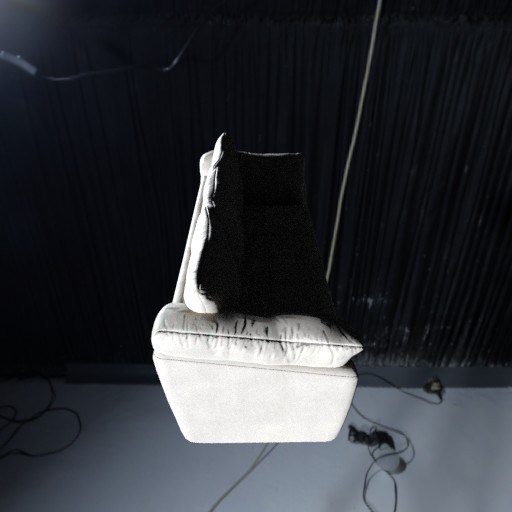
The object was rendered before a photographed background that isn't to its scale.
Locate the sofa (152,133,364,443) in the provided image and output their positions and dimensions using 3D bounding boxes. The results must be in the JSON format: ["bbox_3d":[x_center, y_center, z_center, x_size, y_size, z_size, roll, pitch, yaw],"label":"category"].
[{"bbox_3d":[0.000,0.000,2.859,0.878,0.996,2.334,0,32,-1],"label":"sofa"}]
